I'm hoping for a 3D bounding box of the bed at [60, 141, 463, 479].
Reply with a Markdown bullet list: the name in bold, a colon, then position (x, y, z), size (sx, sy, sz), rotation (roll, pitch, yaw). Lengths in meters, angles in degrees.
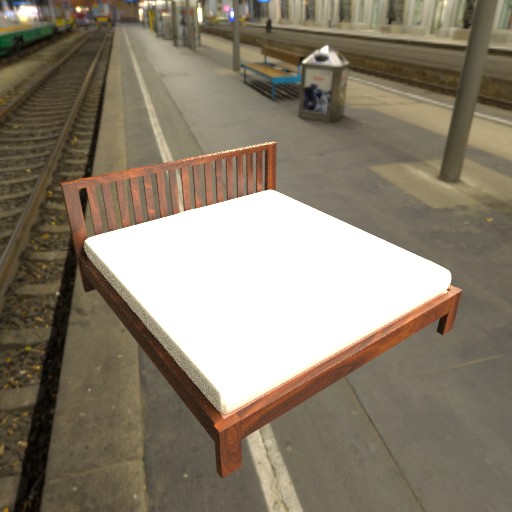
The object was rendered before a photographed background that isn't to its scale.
- **bed**: position (0.000, 0.000, 3.095), size (1.905, 0.890, 2.030), rotation (-20, 34, -31)
